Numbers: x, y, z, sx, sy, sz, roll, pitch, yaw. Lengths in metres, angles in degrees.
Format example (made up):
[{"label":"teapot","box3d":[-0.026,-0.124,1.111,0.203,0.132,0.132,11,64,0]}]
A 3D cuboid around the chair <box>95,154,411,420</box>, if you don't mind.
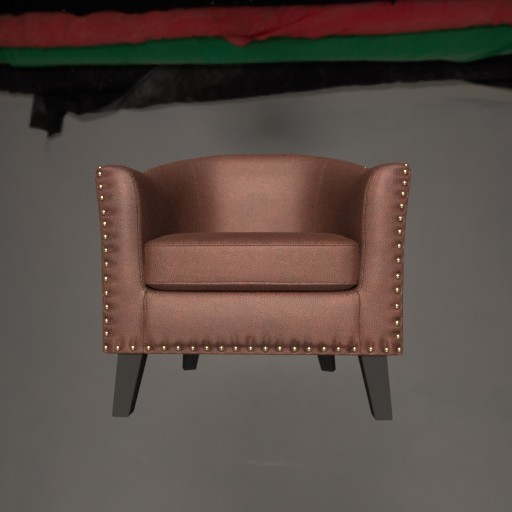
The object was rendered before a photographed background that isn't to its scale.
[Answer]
[{"label":"chair","box3d":[0.000,0.000,1.430,0.794,0.823,0.748,0,-2,2]}]
